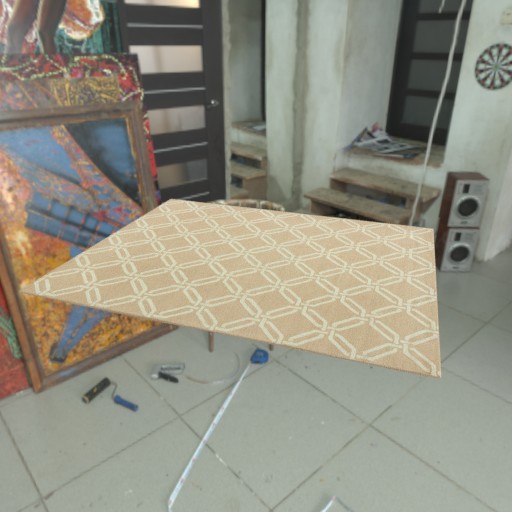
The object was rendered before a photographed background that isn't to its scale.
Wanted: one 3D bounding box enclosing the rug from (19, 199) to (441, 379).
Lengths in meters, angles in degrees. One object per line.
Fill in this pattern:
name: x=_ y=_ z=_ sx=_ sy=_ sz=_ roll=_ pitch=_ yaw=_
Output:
rug: x=0.000 y=0.000 z=3.793 sx=2.895 sy=0.018 sz=2.288 roll=8 pitch=27 yaw=17
